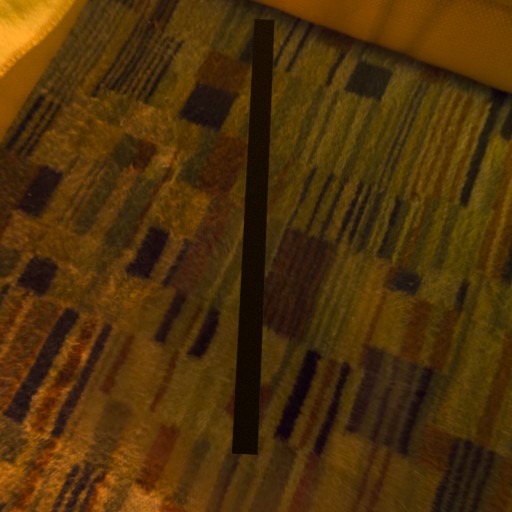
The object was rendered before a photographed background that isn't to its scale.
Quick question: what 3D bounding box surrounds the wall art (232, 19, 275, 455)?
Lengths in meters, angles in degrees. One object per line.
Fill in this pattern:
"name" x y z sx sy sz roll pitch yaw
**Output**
"wall art" 0.000 0.000 0.767 0.028 0.460 0.561 2 75 1
